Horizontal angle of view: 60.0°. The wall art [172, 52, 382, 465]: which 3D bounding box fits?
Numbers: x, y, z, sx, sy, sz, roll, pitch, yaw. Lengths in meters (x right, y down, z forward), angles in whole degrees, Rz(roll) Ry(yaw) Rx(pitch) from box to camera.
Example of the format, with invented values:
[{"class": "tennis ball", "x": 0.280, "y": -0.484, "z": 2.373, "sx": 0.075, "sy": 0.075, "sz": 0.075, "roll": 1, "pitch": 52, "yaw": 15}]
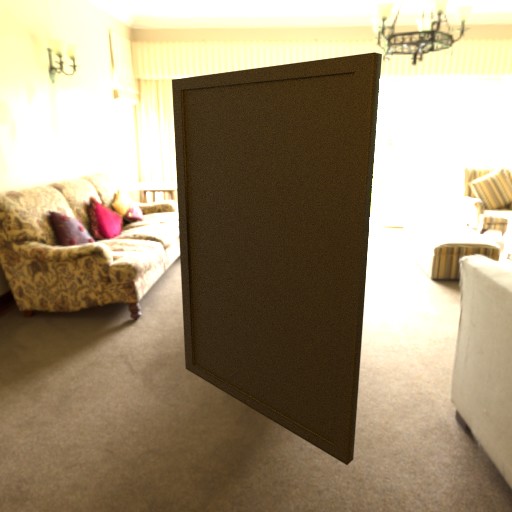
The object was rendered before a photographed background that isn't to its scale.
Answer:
[{"class": "wall art", "x": 0.000, "y": 0.000, "z": 0.551, "sx": 0.303, "sy": 0.431, "sz": 0.013, "roll": 15, "pitch": 22, "yaw": 42}]
